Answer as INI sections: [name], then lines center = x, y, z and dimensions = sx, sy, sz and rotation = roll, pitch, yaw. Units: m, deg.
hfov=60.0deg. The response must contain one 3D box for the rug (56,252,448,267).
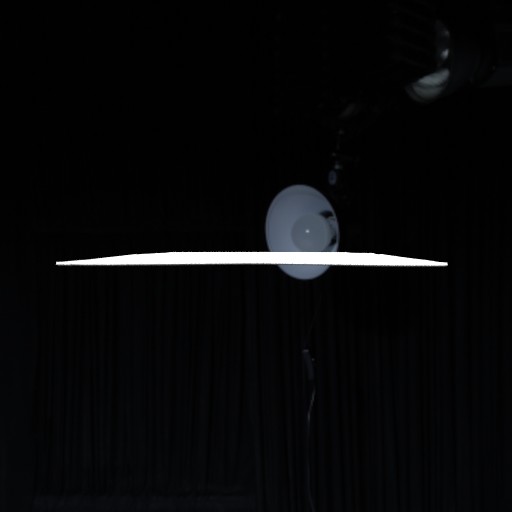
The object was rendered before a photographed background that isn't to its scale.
[rug]
center = 0.000, 0.000, 3.717
dimensions = 2.032, 0.038, 2.869
rotation = 0, 1, 1
